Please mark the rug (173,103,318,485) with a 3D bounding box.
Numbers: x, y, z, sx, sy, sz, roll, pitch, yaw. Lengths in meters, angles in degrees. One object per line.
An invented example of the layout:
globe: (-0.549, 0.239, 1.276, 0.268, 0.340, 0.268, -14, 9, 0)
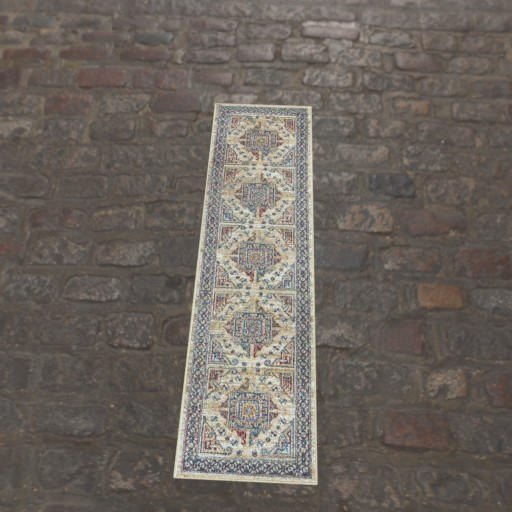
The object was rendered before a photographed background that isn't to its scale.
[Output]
rug: (0.000, 0.000, 2.530, 0.661, 0.013, 2.297, 2, 64, 1)
